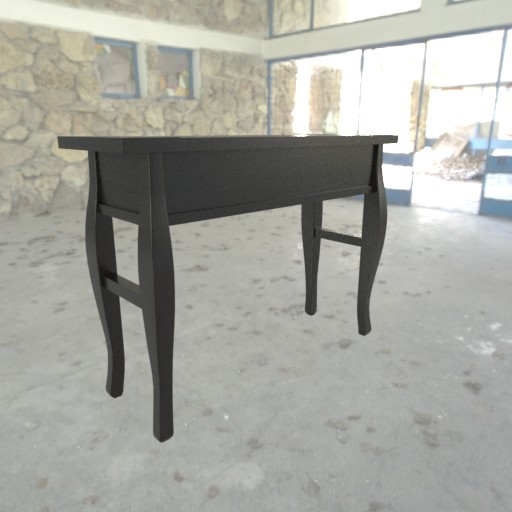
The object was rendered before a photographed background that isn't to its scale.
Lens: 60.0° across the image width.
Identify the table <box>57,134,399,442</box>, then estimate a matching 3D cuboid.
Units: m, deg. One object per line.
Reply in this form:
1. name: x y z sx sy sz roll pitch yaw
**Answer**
1. table: 0.000 0.000 1.462 1.062 0.768 0.373 -14 21 -41
